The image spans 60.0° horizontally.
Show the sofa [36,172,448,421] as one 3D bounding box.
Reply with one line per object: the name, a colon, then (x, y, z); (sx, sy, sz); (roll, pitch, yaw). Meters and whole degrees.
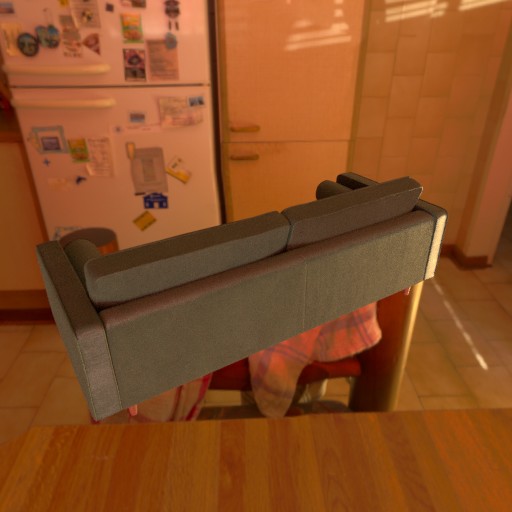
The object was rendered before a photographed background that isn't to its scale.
sofa: (0.000, 0.000, 2.585); (2.199, 0.769, 0.918); (-17, 34, -28)
